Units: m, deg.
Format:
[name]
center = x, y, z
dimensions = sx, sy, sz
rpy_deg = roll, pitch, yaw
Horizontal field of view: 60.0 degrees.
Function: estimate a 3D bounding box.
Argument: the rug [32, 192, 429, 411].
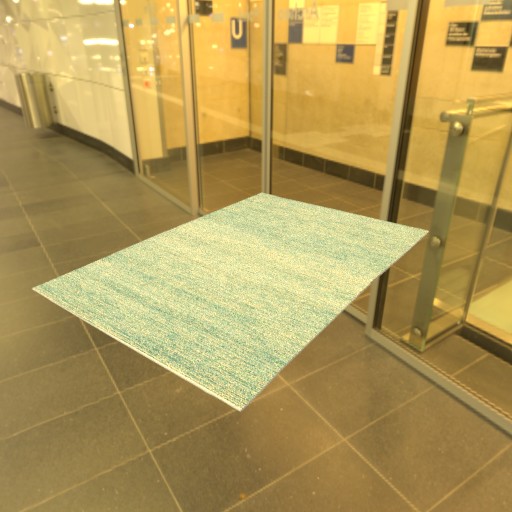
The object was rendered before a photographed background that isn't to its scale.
[rug]
center = 0.000, 0.000, 3.008
dimensions = 1.593, 0.029, 2.305
rpy_deg = 19, 32, 33
